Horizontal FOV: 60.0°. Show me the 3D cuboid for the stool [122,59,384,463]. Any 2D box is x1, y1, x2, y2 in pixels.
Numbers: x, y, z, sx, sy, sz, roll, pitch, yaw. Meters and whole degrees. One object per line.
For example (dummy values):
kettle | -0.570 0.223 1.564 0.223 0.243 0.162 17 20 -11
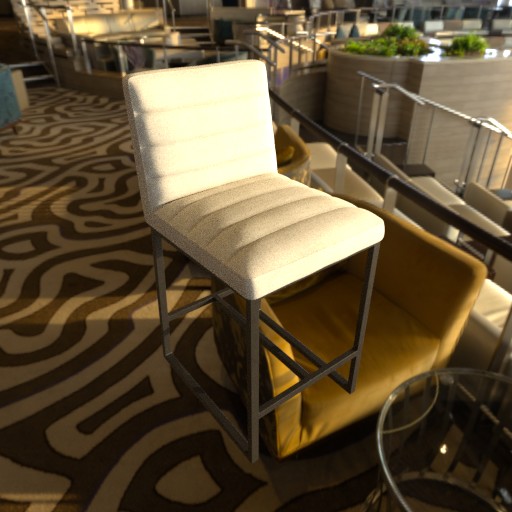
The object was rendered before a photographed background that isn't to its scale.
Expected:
stool | 0.000 0.000 1.292 0.459 0.971 0.567 -22 38 -31
